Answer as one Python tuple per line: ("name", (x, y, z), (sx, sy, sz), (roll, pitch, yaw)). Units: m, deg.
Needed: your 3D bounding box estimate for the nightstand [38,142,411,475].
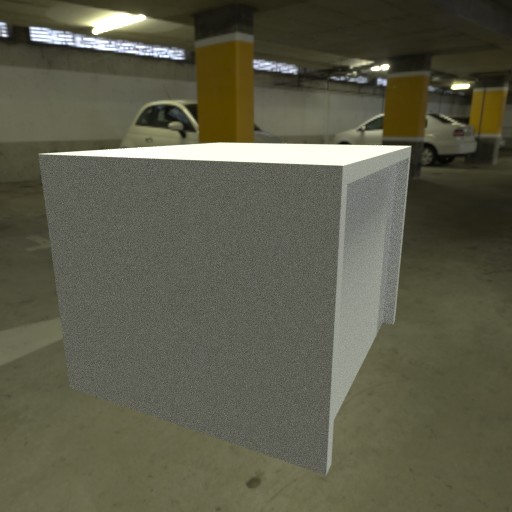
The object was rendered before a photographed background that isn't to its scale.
("nightstand", (0.000, 0.000, 0.748), (0.408, 0.351, 0.470), (8, 18, 25))
